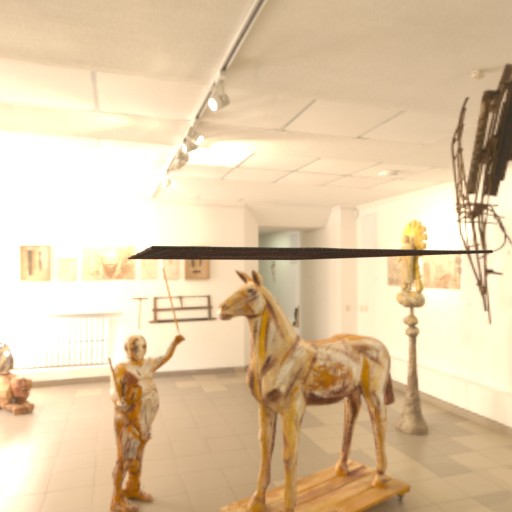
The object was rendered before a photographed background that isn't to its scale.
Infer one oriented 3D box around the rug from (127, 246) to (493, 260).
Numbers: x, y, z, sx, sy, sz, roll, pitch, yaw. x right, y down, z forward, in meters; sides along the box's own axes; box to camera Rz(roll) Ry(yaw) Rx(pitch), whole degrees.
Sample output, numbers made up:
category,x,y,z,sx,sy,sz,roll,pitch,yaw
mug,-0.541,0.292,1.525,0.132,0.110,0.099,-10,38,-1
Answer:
category,x,y,z,sx,sy,sz,roll,pitch,yaw
rug,0.000,0.000,2.266,1.207,0.012,1.820,0,-1,-18
